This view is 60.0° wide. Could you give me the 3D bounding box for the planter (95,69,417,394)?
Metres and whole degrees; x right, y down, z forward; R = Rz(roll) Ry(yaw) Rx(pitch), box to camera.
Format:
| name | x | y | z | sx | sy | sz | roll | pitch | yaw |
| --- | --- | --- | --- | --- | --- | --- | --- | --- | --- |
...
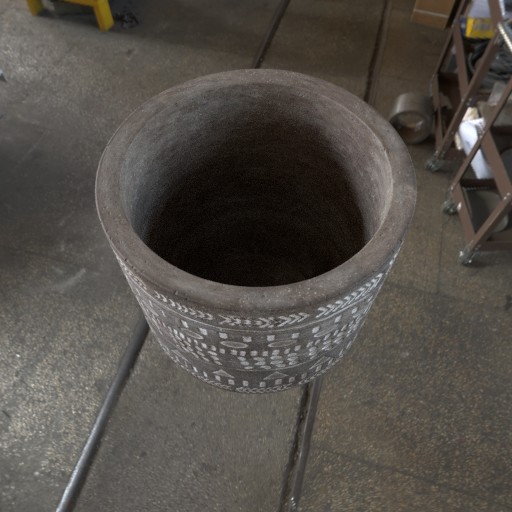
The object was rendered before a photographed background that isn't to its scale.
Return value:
| name | x | y | z | sx | sy | sz | roll | pitch | yaw |
| --- | --- | --- | --- | --- | --- | --- | --- | --- | --- |
| planter | 0.000 | 0.000 | 0.222 | 0.122 | 0.128 | 0.122 | 0 | 58 | 0 |
